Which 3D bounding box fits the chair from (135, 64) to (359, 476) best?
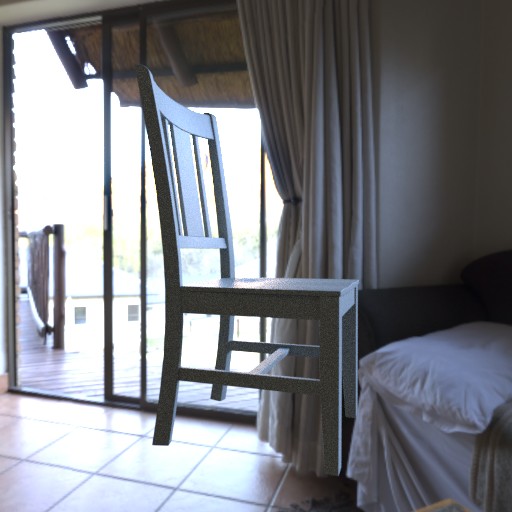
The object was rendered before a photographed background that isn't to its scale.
[{"bbox_3d":[0.000,0.000,1.284,0.555,0.998,0.450,0,1,19],"label":"chair"}]
